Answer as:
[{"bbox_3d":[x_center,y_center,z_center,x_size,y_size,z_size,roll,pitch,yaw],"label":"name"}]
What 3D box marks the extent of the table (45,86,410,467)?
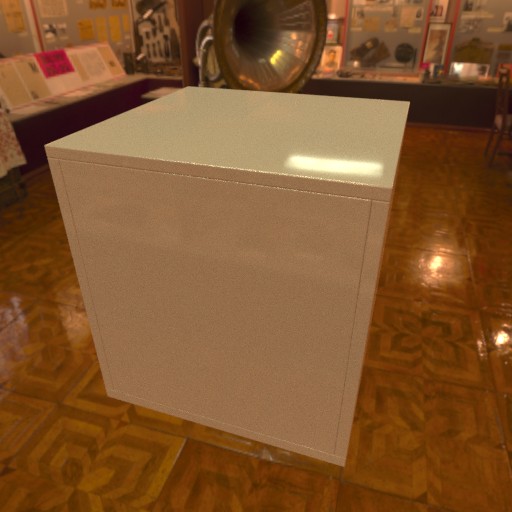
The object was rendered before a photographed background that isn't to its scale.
[{"bbox_3d":[0.000,0.000,0.776,0.420,0.470,0.400,10,33,16],"label":"table"}]
